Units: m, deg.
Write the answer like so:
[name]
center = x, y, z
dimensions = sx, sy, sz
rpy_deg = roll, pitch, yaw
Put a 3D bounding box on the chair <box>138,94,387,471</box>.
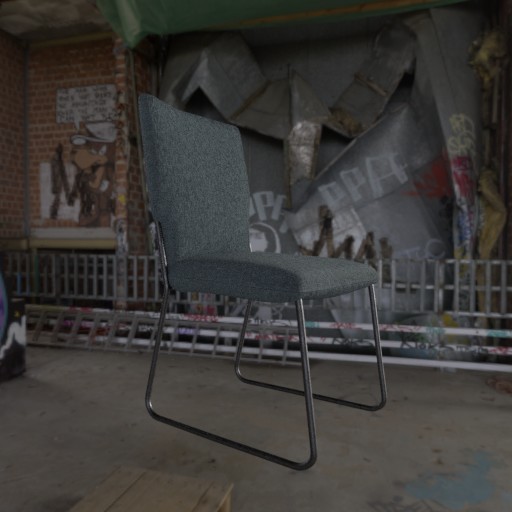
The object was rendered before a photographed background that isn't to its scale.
[chair]
center = 0.000, 0.000, 1.299
dimensions = 0.635, 0.931, 0.480
rpy_deg = 1, 2, 36
